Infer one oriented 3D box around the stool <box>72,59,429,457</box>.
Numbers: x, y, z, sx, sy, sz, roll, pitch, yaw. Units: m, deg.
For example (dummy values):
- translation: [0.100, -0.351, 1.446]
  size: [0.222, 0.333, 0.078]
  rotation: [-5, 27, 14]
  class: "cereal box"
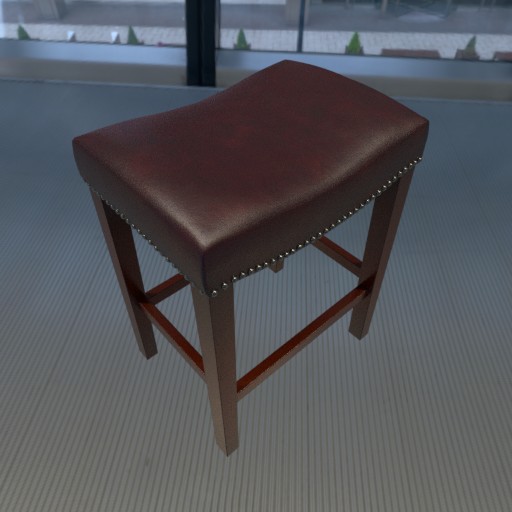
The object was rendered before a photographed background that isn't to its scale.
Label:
- translation: [0.000, 0.000, 0.955]
  size: [0.504, 0.657, 0.372]
  rotation: [-32, 54, -28]
  class: "stool"
